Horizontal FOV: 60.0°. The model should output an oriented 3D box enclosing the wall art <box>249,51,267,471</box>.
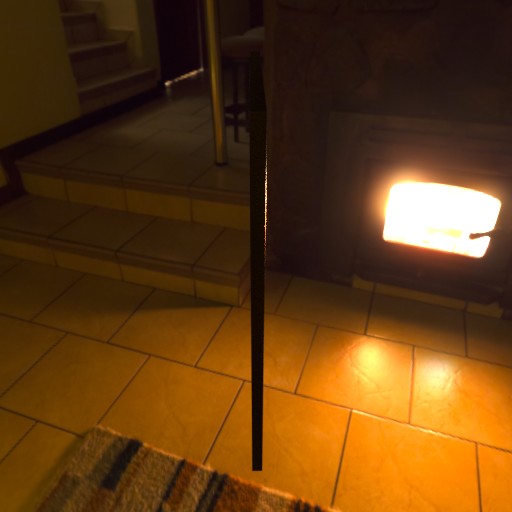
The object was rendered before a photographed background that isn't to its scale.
[{"bbox_3d":[0.000,0.000,0.557,0.013,0.432,0.304,0,32,0],"label":"wall art"}]
